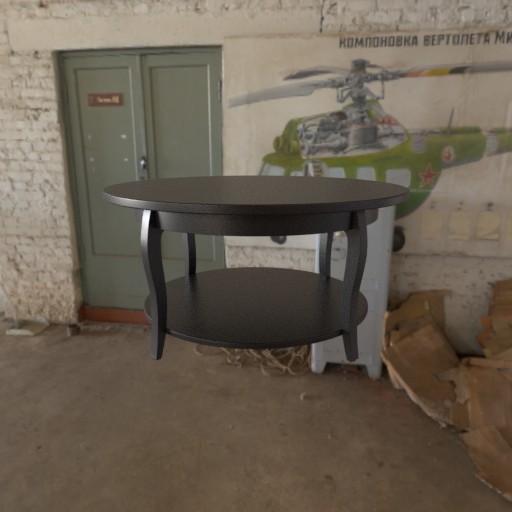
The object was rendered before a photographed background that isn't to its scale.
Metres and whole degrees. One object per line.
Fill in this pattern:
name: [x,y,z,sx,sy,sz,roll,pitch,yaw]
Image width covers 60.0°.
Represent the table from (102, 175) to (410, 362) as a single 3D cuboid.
table: [0.000,0.000,1.446,0.914,0.457,0.914,0,14,0]
